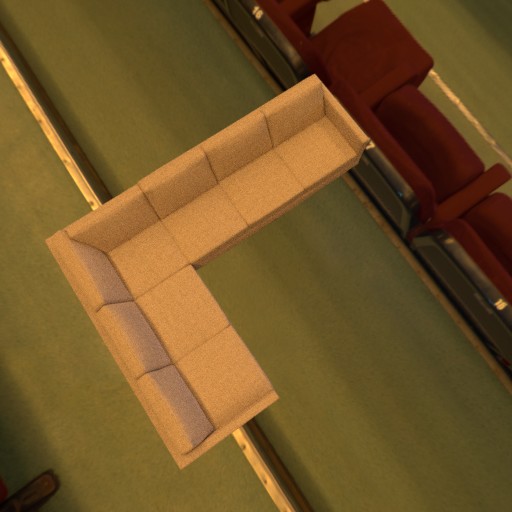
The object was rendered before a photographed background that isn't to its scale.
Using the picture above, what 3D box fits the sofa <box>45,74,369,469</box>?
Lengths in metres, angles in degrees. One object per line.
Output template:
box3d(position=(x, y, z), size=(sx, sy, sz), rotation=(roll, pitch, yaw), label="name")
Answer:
box3d(position=(0.000, 0.000, 4.366), size=(3.182, 0.863, 2.432), rotation=(-34, 78, -8), label="sofa")
